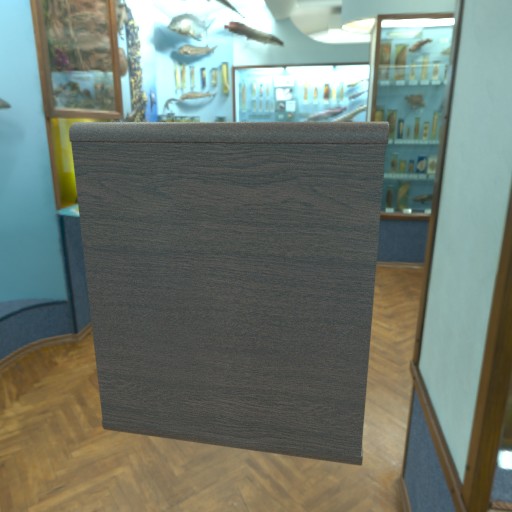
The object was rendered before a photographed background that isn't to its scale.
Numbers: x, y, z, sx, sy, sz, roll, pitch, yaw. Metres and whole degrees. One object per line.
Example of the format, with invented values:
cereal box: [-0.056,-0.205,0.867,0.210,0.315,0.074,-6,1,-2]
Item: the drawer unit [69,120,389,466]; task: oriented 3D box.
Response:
drawer unit: [0.000,0.000,0.595,0.290,0.344,0.344,3,17,11]
